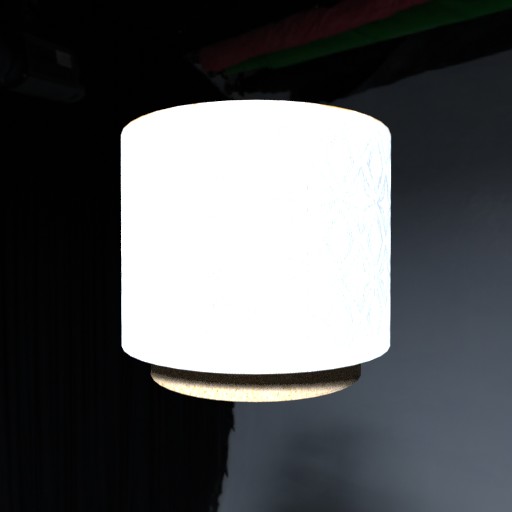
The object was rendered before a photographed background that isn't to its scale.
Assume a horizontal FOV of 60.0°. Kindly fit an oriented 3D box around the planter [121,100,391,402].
[{"bbox_3d":[0.000,0.000,0.439,0.255,0.223,0.255,0,1,0],"label":"planter"}]
